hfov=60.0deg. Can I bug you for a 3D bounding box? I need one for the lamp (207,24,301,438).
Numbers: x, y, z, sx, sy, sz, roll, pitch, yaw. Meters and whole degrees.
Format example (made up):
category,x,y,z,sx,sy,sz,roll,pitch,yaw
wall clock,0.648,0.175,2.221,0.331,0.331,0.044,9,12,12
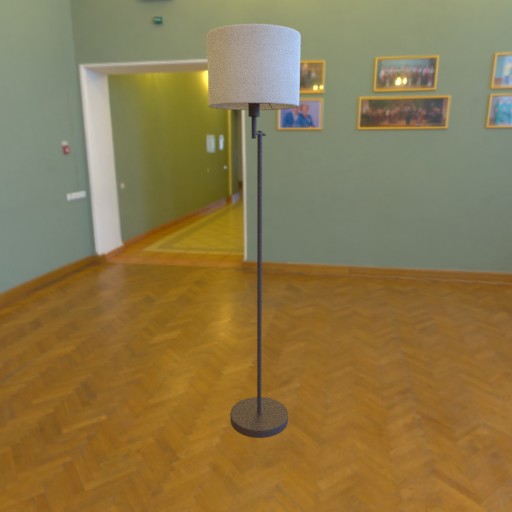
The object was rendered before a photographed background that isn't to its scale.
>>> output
category,x,y,z,sx,sy,sz,roll,pitch,yaw
lamp,0.000,0.000,1.779,0.324,1.600,0.416,2,14,9
